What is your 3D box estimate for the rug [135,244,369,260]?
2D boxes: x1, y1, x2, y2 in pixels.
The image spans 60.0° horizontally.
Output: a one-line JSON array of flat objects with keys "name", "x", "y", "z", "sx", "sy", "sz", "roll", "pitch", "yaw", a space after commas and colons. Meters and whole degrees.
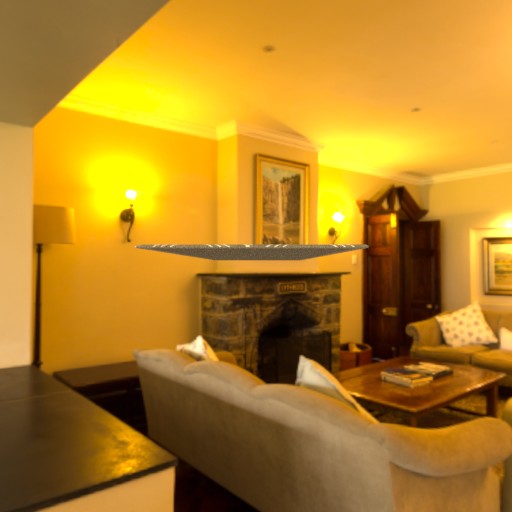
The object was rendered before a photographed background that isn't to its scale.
[{"name": "rug", "x": 0.000, "y": 0.000, "z": 2.686, "sx": 0.773, "sy": 0.012, "sz": 2.464, "roll": 0, "pitch": -2, "yaw": 1}]
